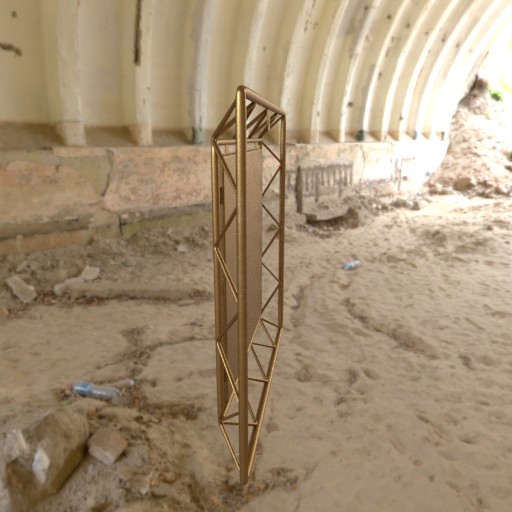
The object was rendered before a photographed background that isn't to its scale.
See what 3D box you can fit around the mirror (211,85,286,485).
[{"bbox_3d":[0.000,0.000,0.629,0.046,0.414,0.416,2,15,8],"label":"mirror"}]
